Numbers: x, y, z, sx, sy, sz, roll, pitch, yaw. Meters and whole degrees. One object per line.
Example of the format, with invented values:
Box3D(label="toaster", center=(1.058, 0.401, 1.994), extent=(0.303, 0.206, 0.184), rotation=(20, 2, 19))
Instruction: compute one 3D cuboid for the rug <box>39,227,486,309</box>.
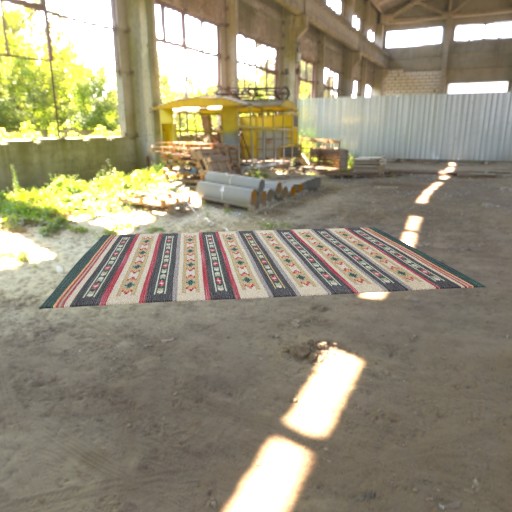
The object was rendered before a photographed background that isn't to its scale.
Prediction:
Box3D(label="rug", center=(0.000, 0.000, 2.361), extent=(1.825, 0.009, 1.221), rotation=(-2, 16, -7))
